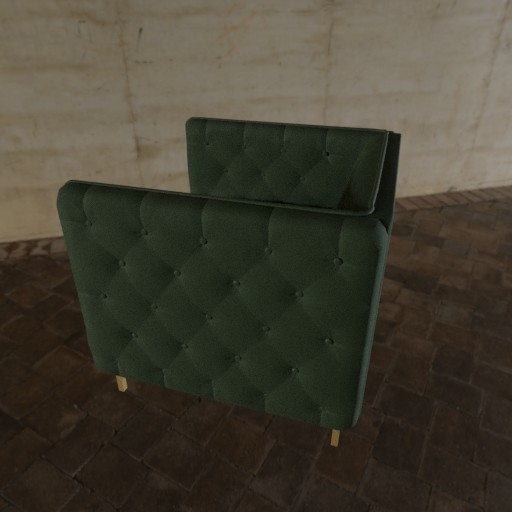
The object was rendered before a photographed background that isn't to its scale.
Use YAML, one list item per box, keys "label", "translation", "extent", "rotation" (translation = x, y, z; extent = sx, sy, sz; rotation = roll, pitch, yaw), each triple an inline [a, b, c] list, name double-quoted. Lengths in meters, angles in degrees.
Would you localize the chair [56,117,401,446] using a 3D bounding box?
- label: "chair"
  translation: [0.000, 0.000, 1.560]
  extent: [0.855, 0.768, 0.917]
  rotation: [9, 31, 15]
